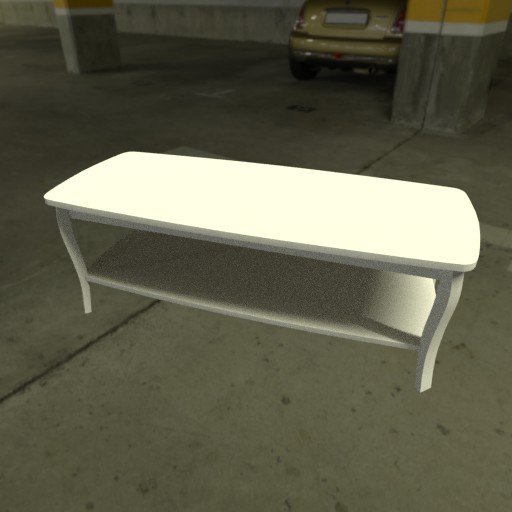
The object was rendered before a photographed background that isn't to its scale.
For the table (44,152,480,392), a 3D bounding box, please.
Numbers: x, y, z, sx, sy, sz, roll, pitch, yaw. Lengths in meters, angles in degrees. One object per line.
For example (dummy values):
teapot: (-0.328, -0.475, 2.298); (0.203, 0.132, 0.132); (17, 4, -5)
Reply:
table: (0.000, 0.000, 1.561); (1.334, 0.474, 0.561); (10, 32, 16)
